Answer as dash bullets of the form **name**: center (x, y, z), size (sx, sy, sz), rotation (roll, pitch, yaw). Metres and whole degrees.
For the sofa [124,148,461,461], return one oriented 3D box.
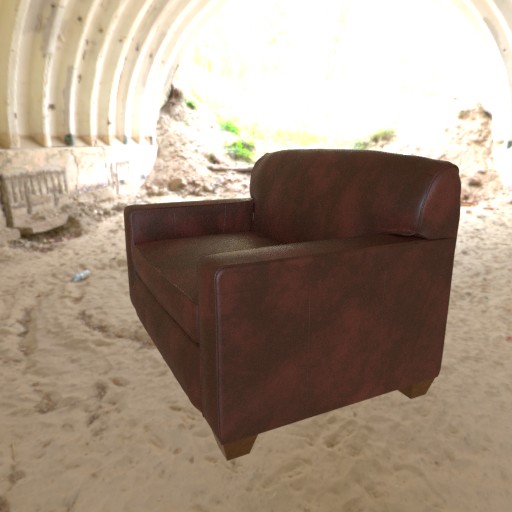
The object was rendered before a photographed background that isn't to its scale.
- **sofa**: center (0.000, 0.000, 2.041), size (1.000, 0.956, 1.413), rotation (-7, 16, -25)
